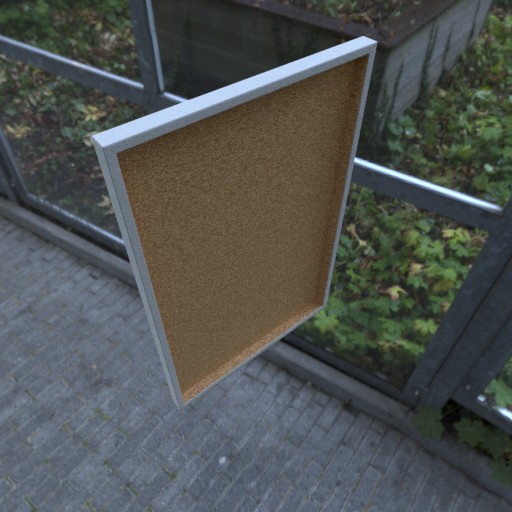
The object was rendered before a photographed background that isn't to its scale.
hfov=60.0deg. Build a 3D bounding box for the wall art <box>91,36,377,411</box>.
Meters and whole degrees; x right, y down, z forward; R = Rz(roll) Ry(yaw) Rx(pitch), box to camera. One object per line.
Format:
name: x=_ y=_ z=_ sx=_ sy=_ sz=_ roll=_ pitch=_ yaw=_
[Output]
wall art: x=0.000 y=0.000 z=1.127 sx=0.610 sy=0.914 sz=0.038 roll=-31 pitch=54 yaw=-25
